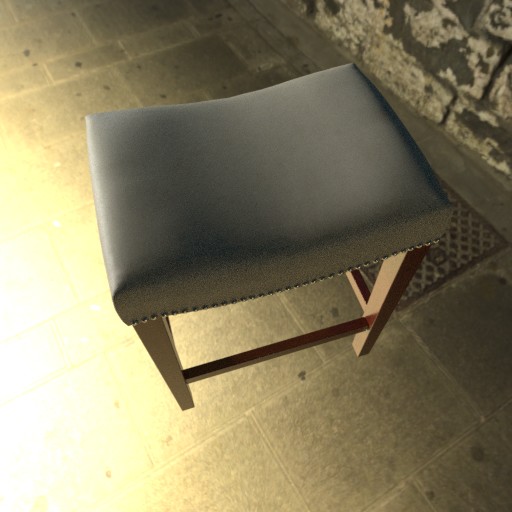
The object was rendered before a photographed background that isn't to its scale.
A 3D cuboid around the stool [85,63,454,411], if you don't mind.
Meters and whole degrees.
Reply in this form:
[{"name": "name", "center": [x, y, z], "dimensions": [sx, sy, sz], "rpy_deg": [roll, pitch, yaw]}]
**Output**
[{"name": "stool", "center": [0.000, 0.000, 0.936], "dimensions": [0.509, 0.632, 0.375], "rpy_deg": [-15, 59, -9]}]
